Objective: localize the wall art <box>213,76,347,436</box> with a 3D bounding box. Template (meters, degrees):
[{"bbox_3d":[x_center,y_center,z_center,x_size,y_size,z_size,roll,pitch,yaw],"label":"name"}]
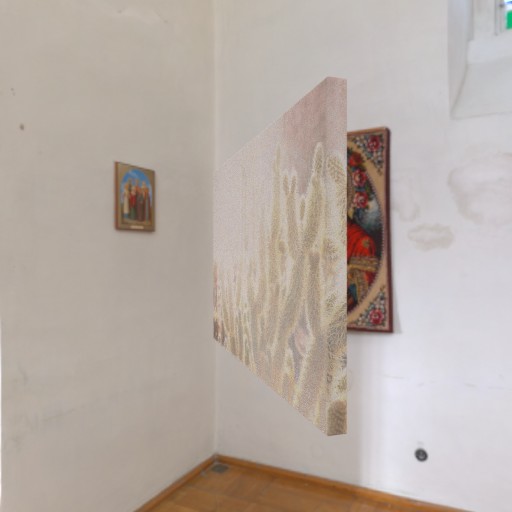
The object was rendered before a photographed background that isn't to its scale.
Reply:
[{"bbox_3d":[0.000,0.000,1.189,0.040,0.608,0.916,0,0,-18],"label":"wall art"}]
